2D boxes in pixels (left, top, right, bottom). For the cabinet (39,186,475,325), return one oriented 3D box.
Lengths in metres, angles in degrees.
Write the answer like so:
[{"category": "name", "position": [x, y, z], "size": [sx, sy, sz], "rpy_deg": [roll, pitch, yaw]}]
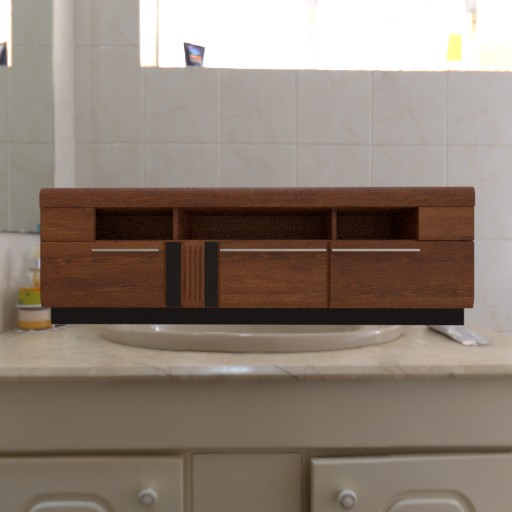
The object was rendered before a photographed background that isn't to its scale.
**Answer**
[{"category": "cabinet", "position": [0.000, 0.000, 1.806], "size": [1.600, 0.510, 0.419], "rpy_deg": [0, 0, 1]}]
